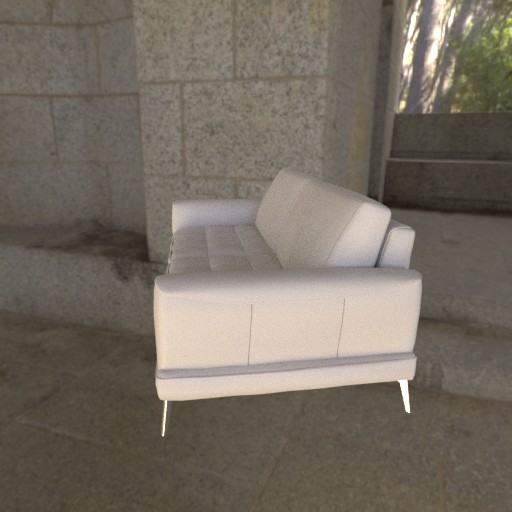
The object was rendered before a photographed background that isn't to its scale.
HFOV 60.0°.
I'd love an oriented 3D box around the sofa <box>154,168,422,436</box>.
[{"bbox_3d":[0.000,0.000,2.709,1.121,0.930,2.177,-2,16,-8],"label":"sofa"}]
